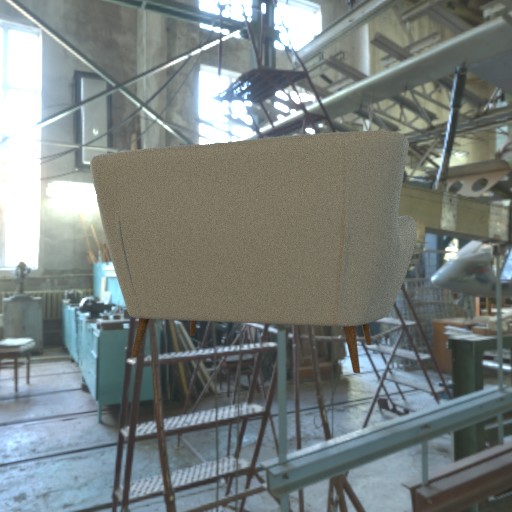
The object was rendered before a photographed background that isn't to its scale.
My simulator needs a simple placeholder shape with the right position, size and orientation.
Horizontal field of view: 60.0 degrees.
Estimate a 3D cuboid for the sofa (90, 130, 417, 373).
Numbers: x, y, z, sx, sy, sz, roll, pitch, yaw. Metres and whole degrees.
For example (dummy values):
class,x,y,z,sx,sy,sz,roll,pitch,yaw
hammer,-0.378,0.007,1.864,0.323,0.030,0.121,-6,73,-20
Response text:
class,x,y,z,sx,sy,sz,roll,pitch,yaw
sofa,0.000,0.000,2.036,1.424,0.878,0.921,0,-1,17
